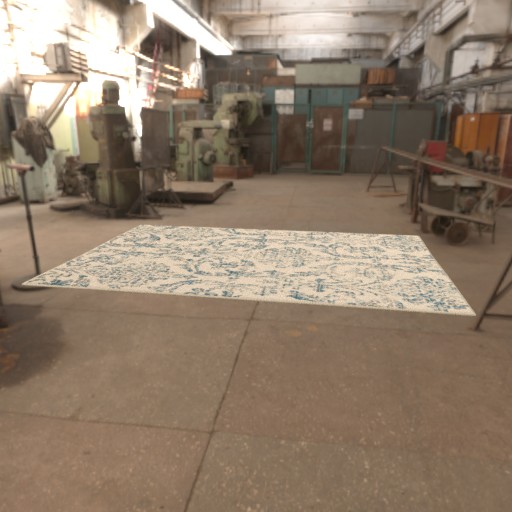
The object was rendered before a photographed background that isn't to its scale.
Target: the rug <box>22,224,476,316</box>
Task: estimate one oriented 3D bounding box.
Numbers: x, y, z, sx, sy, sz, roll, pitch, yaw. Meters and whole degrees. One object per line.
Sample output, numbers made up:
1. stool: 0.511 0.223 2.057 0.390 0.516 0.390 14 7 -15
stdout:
1. rug: 0.000 0.000 2.323 1.831 0.012 1.213 3 17 10
